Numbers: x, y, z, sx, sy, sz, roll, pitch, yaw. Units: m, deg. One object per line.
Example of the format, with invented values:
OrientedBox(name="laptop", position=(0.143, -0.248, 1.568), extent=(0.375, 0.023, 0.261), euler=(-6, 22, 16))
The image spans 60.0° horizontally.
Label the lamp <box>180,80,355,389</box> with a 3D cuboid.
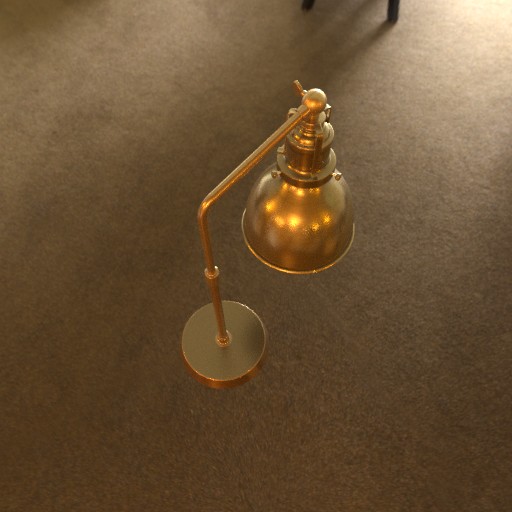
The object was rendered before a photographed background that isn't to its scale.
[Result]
OrientedBox(name="lamp", position=(0.000, 0.000, 0.582), extent=(0.286, 0.456, 0.153), euler=(-32, 64, -17))
